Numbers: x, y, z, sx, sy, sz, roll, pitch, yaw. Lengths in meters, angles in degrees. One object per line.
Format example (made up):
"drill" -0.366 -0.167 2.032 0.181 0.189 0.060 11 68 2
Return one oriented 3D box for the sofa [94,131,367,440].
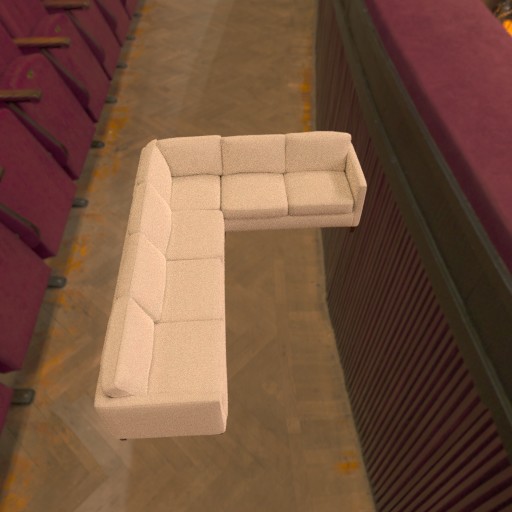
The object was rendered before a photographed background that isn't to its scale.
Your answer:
"sofa" 0.000 0.000 4.478 2.593 0.947 3.302 -3 47 -2
